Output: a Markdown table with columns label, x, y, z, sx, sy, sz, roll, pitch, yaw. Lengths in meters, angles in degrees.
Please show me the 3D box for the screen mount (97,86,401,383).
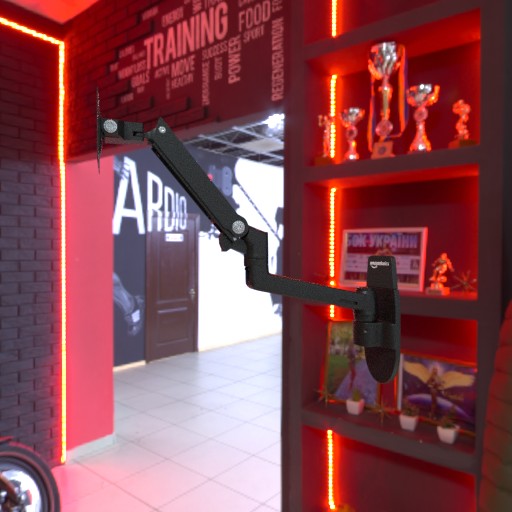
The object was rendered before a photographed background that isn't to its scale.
| label | x | y | z | sx | sy | sz | roll | pitch | yaw |
| --- | --- | --- | --- | --- | --- | --- | --- | --- | --- |
| screen mount | 0.000 | 0.000 | 0.738 | 0.495 | 0.466 | 0.115 | 0 | 1 | -18 |
